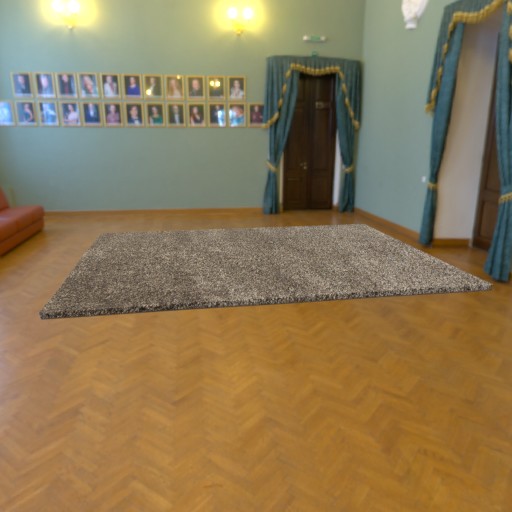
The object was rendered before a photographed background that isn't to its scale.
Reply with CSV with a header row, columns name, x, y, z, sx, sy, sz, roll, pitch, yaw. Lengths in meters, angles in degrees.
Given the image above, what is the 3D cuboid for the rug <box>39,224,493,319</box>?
name,x,y,z,sx,sy,sz,roll,pitch,yaw
rug,0.000,0.000,2.099,1.601,0.025,1.198,-3,15,-10
